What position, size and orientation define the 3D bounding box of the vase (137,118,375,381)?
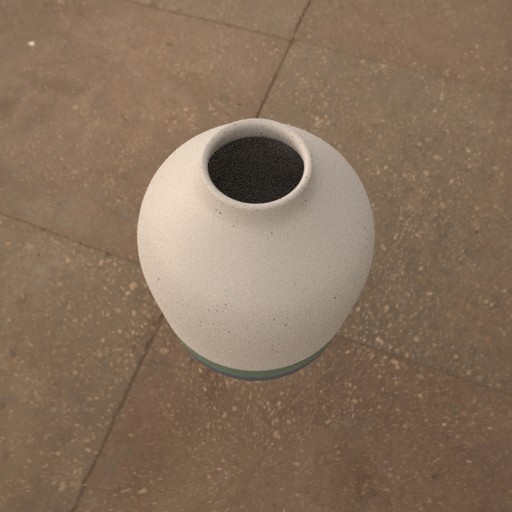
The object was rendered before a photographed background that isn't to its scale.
[{"bbox_3d":[0.000,0.000,0.354,0.169,0.240,0.169,0,64,0],"label":"vase"}]
